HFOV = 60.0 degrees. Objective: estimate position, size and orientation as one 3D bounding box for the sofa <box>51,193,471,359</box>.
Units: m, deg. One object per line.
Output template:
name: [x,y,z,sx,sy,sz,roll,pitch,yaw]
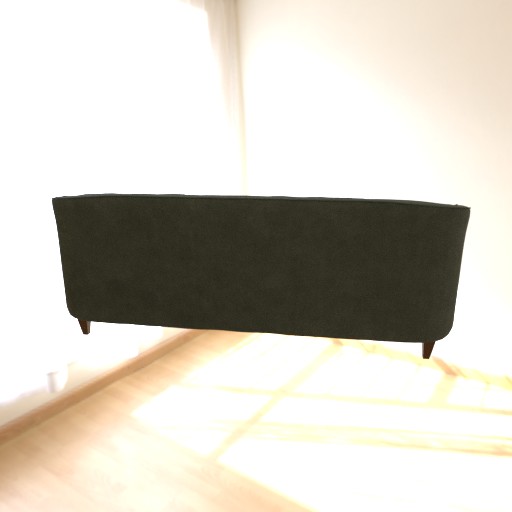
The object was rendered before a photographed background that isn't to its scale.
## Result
sofa: [0.000,0.000,2.733,2.278,0.855,0.941,2,16,8]
